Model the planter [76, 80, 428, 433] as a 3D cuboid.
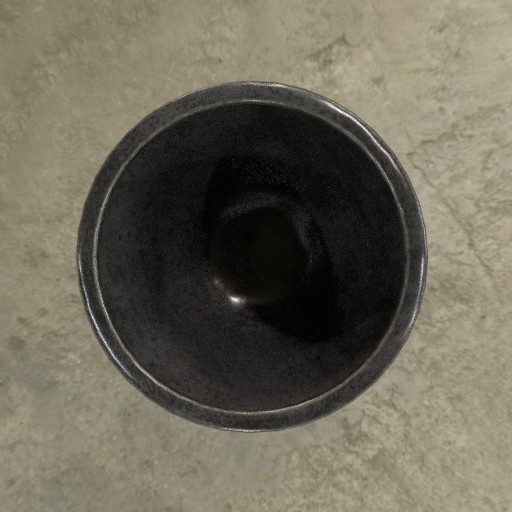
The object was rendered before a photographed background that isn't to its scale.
[{"bbox_3d":[0.000,0.000,0.337,0.197,0.191,0.197,0,90,2],"label":"planter"}]
